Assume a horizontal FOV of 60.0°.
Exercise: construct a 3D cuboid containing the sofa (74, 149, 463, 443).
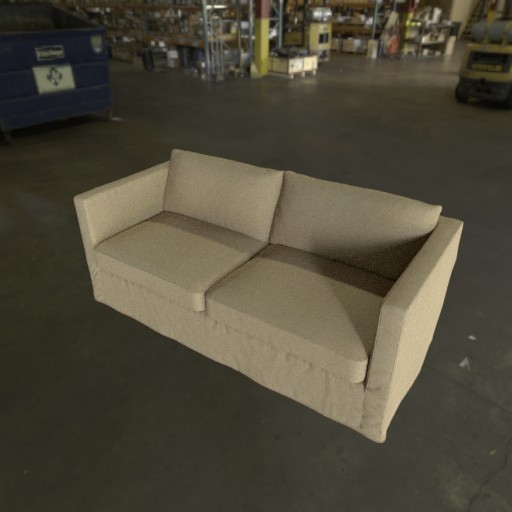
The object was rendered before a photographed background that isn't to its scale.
[{"bbox_3d":[0.000,0.000,2.521,1.959,0.835,0.962,19,35,29],"label":"sofa"}]
